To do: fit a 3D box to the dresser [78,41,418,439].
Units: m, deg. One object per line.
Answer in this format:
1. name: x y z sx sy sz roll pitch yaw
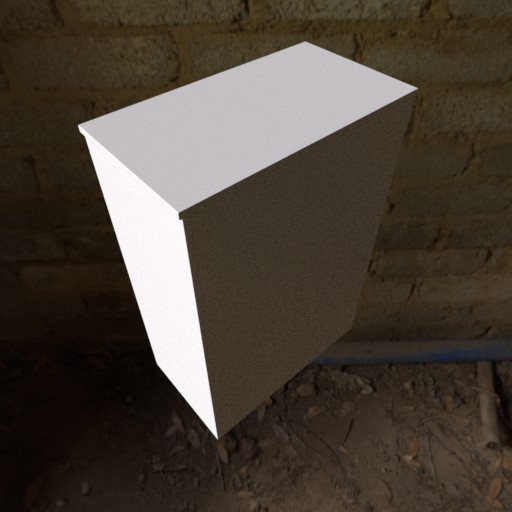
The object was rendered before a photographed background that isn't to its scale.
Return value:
1. dresser: 0.000 0.000 1.397 0.704 1.021 0.401 -32 54 -27
